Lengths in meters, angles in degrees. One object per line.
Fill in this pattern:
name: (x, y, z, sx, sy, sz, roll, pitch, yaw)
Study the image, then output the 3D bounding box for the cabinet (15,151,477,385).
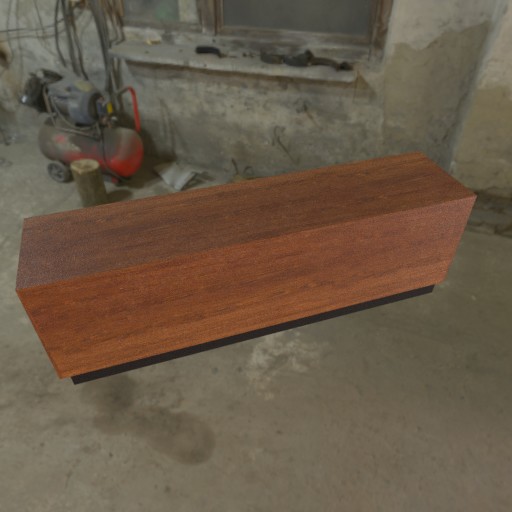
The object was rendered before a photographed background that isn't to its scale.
cabinet: (0.000, 0.000, 1.786, 1.600, 0.510, 0.419, -12, 42, -14)
